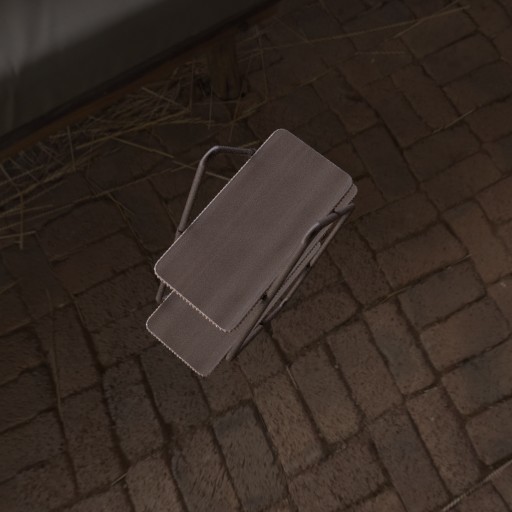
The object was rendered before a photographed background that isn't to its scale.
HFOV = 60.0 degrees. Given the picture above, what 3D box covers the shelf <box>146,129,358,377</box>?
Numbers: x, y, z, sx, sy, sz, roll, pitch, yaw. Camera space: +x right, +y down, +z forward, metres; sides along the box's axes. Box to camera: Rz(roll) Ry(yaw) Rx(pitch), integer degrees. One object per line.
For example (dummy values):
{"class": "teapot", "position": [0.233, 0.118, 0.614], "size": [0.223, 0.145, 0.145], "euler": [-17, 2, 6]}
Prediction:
{"class": "shelf", "position": [0.000, 0.000, 1.100], "size": [0.234, 0.774, 0.609], "euler": [38, 78, 9]}
